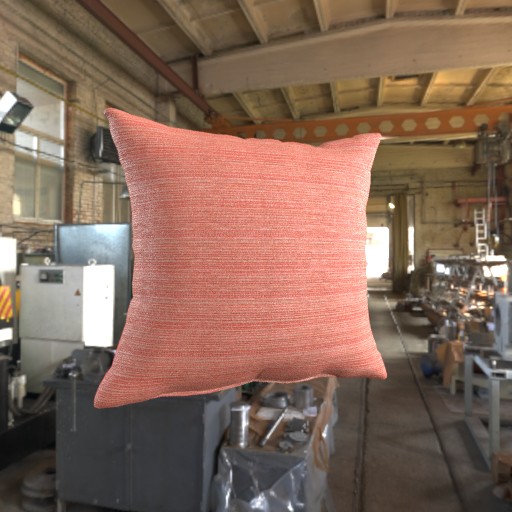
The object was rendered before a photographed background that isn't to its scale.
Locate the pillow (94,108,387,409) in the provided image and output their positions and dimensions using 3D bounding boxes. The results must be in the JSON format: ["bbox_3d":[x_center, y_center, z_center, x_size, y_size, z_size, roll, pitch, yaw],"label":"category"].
[{"bbox_3d":[0.000,0.000,0.816,0.559,0.501,0.229,0,0,-19],"label":"pillow"}]
